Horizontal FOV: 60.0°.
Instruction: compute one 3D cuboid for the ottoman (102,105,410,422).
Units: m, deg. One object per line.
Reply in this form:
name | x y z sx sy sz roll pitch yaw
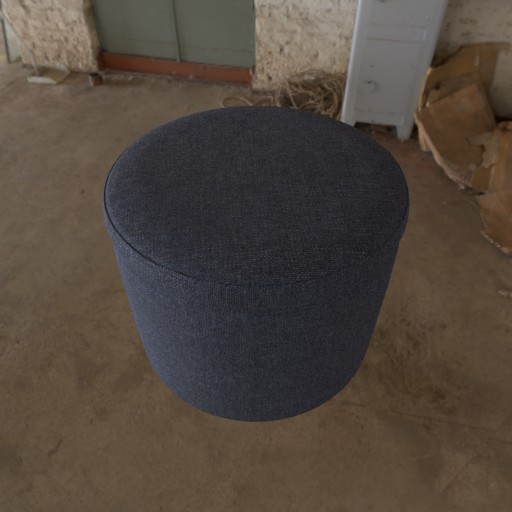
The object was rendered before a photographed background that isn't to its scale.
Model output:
ottoman | 0.000 0.000 0.893 0.520 0.430 0.520 0 45 0
